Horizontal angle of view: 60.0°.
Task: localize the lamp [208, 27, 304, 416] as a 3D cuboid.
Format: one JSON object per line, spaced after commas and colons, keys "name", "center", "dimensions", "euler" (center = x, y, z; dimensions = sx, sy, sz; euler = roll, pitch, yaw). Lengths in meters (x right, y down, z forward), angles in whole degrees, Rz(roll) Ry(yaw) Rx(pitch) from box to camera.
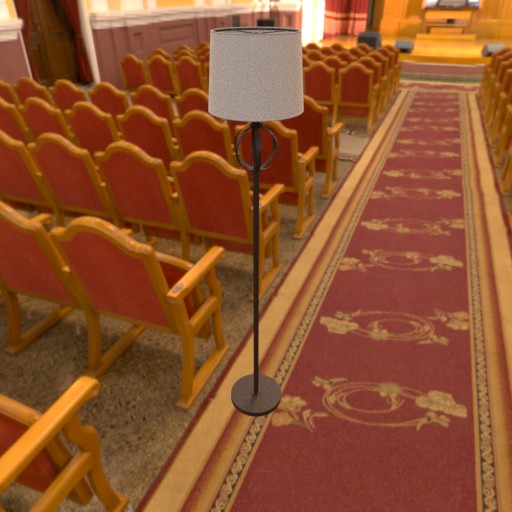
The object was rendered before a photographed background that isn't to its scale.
{"name": "lamp", "center": [0.000, 0.000, 1.606], "dimensions": [0.286, 1.462, 0.286], "euler": [12, 33, 19]}
